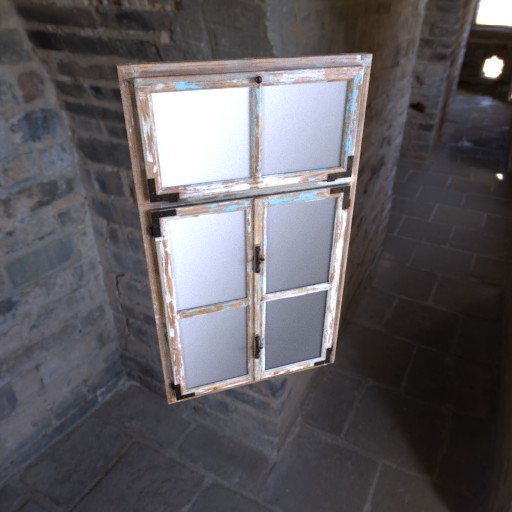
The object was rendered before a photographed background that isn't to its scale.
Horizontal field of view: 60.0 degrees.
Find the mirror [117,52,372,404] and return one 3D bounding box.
[{"bbox_3d":[0.000,0.000,1.485,0.707,1.213,0.083,-10,33,-15],"label":"mirror"}]
